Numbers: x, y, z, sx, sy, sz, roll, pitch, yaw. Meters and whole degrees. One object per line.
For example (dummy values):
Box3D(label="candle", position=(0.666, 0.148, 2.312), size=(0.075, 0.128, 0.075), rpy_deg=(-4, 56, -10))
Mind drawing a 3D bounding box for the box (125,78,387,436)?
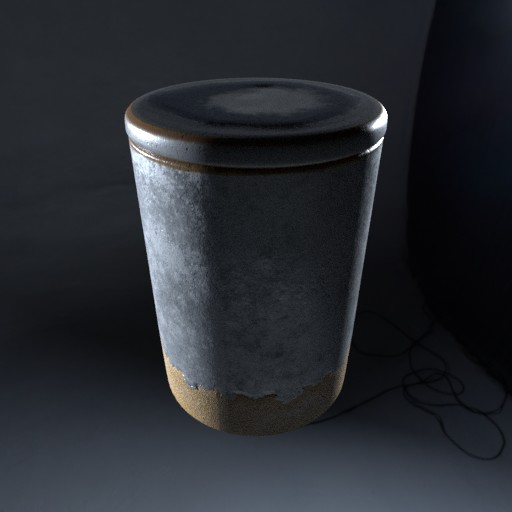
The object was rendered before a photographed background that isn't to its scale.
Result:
Box3D(label="box", position=(0.000, 0.000, 0.247), size=(0.118, 0.168, 0.118), rpy_deg=(0, 32, 0))
